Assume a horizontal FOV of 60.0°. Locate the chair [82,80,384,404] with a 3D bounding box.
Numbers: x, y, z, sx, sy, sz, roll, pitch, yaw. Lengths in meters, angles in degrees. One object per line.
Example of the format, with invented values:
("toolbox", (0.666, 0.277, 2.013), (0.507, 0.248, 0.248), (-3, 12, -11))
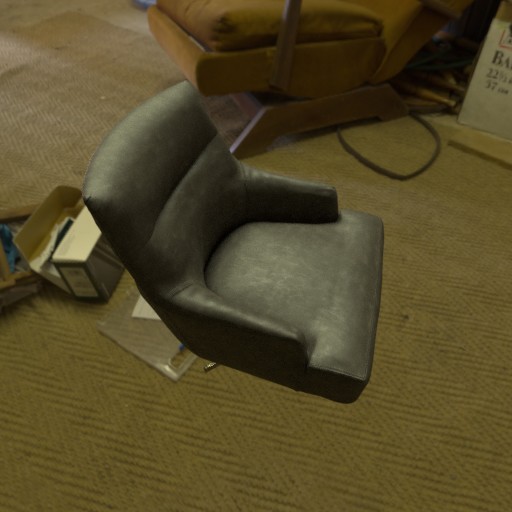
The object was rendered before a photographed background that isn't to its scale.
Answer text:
("chair", (0.000, 0.000, 1.517), (0.874, 0.870, 0.738), (11, 47, 10))
